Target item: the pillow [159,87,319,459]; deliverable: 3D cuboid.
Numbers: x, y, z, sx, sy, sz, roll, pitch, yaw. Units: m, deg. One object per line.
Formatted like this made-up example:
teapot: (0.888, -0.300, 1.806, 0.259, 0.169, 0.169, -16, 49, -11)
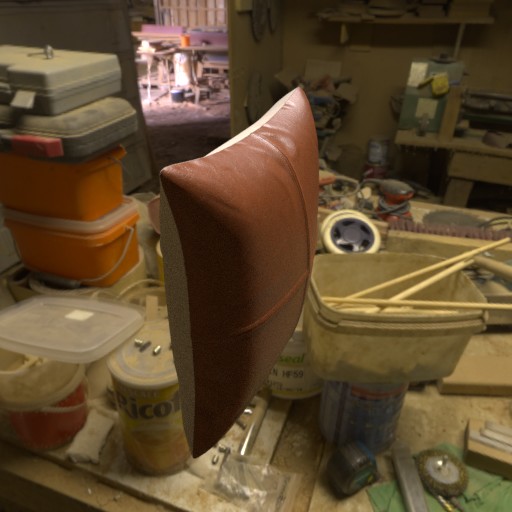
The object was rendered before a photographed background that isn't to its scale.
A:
pillow: (0.000, 0.000, 0.769, 0.192, 0.477, 0.501, 11, 33, 18)
